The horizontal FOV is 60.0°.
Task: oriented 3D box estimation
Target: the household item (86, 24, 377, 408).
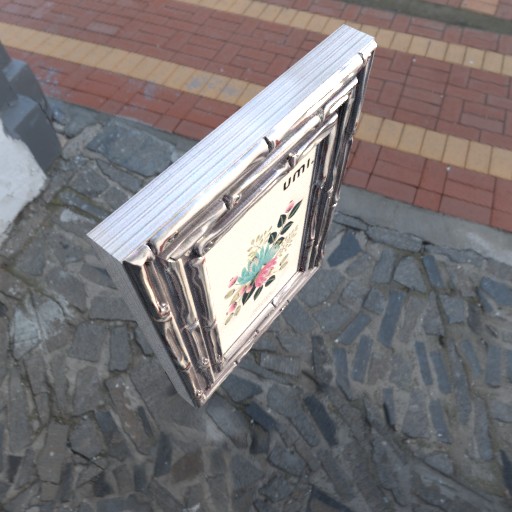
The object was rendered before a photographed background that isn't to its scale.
[{"bbox_3d":[0.000,0.000,0.278,0.025,0.216,0.165,35,65,19],"label":"household item"}]
